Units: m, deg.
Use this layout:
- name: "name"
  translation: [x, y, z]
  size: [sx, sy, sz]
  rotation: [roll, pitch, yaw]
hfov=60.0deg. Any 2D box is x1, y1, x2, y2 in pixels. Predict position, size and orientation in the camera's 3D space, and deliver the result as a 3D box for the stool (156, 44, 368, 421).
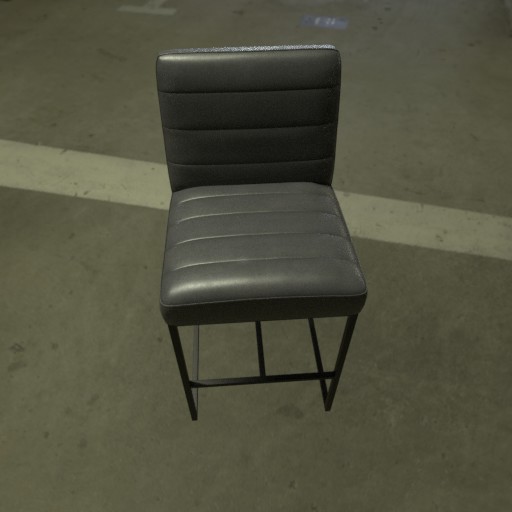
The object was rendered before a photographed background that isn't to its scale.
- name: "stool"
  translation: [0.000, 0.000, 1.231]
  size: [0.457, 0.938, 0.552]
  rotation: [-3, 46, -3]
